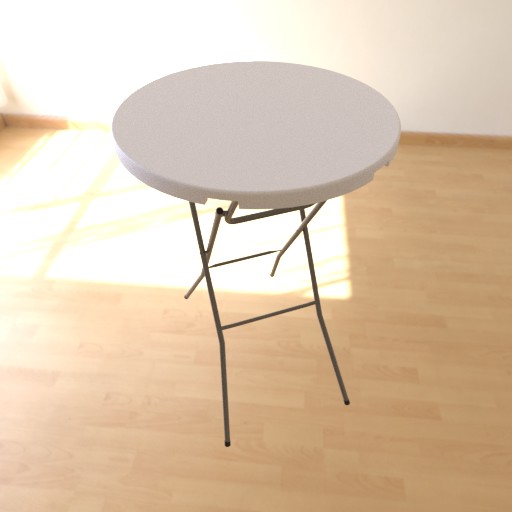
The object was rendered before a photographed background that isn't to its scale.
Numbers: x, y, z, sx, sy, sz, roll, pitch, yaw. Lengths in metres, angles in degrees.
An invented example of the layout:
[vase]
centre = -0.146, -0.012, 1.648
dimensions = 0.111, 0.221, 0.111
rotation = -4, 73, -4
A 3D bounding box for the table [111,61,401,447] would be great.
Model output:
[table]
centre = 0.000, 0.000, 1.614
dimensions = 0.792, 1.105, 0.795
rotation = -14, 45, -14
